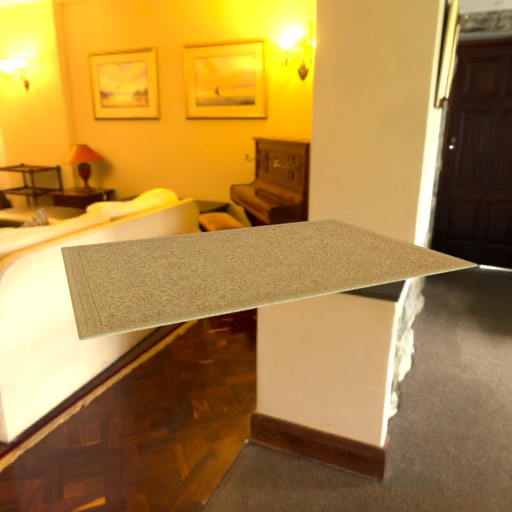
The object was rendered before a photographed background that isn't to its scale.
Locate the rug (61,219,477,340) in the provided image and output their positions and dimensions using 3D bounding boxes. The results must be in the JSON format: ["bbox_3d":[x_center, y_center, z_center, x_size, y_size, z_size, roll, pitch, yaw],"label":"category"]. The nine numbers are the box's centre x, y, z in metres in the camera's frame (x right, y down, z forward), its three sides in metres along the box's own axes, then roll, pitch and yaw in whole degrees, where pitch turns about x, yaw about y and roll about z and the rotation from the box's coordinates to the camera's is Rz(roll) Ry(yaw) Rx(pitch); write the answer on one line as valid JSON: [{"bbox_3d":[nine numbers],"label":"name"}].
[{"bbox_3d":[0.000,0.000,2.319,1.829,0.010,1.219,-8,18,-24],"label":"rug"}]
